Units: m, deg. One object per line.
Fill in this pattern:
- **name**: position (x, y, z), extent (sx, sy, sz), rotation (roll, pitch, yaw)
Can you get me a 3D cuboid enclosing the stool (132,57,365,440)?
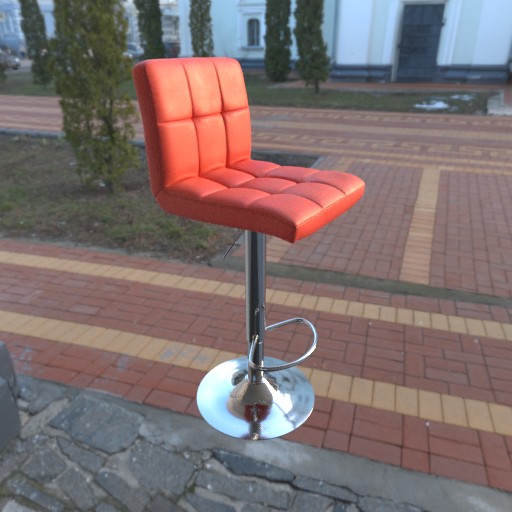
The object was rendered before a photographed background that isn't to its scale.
- **stool**: position (0.000, 0.000, 1.371), extent (0.505, 1.115, 0.430), rotation (16, 30, 31)
